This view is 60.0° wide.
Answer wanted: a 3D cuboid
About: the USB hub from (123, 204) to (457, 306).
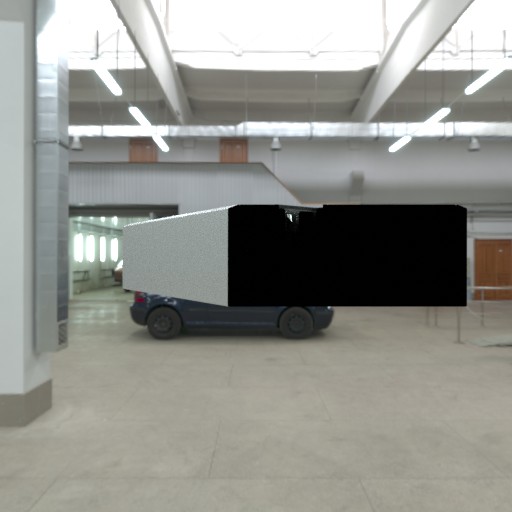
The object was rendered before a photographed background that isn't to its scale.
[{"bbox_3d":[0.000,0.000,0.129,0.044,0.023,0.110,0,0,-35],"label":"USB hub"}]
